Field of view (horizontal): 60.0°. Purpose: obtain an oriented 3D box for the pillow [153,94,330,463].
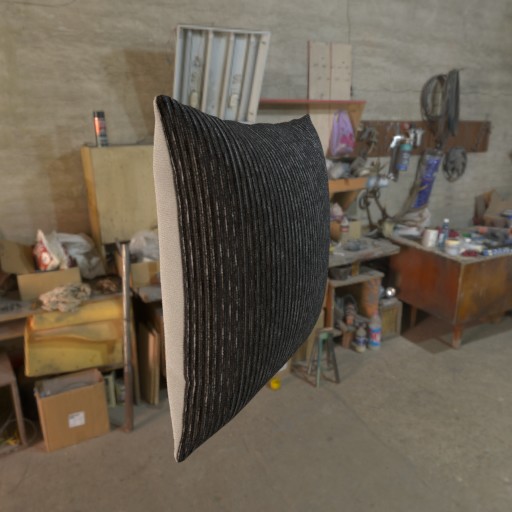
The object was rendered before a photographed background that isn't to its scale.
[{"bbox_3d":[0.000,0.000,0.678,0.196,0.434,0.433,7,17,26],"label":"pillow"}]
